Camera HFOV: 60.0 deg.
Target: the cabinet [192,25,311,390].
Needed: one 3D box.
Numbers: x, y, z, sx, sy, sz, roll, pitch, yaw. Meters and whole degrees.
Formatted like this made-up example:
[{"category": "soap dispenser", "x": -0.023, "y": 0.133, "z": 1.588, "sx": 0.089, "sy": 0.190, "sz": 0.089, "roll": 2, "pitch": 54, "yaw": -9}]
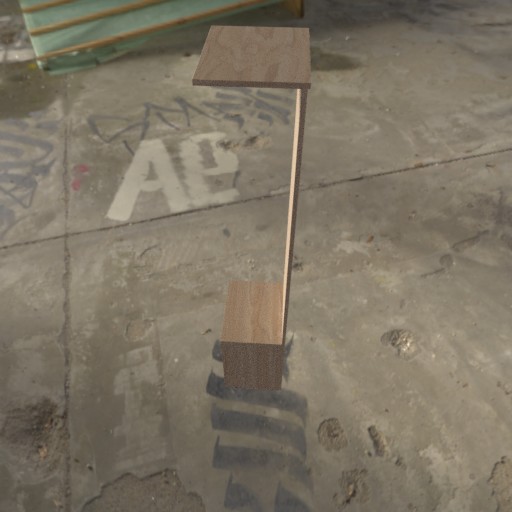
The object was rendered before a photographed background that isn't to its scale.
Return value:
[{"category": "cabinet", "x": 0.000, "y": 0.000, "z": 2.075, "sx": 0.338, "sy": 1.879, "sz": 0.411, "roll": 3, "pitch": 47, "yaw": 3}]
